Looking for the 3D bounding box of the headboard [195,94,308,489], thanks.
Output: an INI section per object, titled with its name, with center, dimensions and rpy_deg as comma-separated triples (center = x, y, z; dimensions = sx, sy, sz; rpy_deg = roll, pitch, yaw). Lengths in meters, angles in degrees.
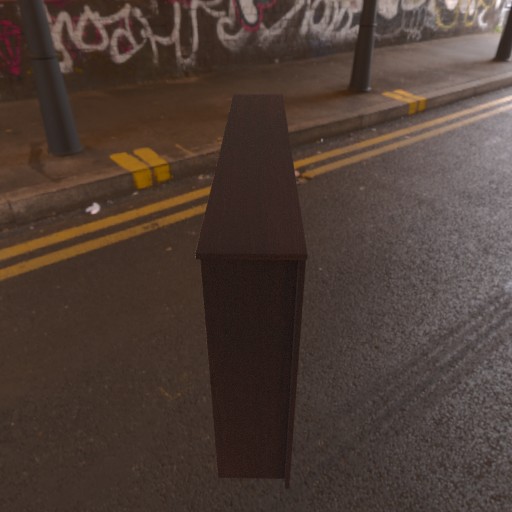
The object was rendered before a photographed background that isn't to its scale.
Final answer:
[headboard]
center = 0.000, 0.000, 2.095
dimensions = 0.279, 1.092, 1.671
rpy_deg = 0, 33, 1
